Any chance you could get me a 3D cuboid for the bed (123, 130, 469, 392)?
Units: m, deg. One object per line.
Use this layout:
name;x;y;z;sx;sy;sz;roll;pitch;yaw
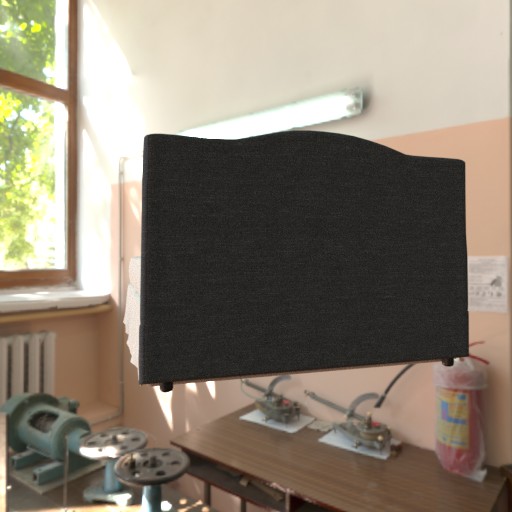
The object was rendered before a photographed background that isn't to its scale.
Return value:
bed;0.000;0.000;3.861;2.161;1.457;2.689;0;0;-18
